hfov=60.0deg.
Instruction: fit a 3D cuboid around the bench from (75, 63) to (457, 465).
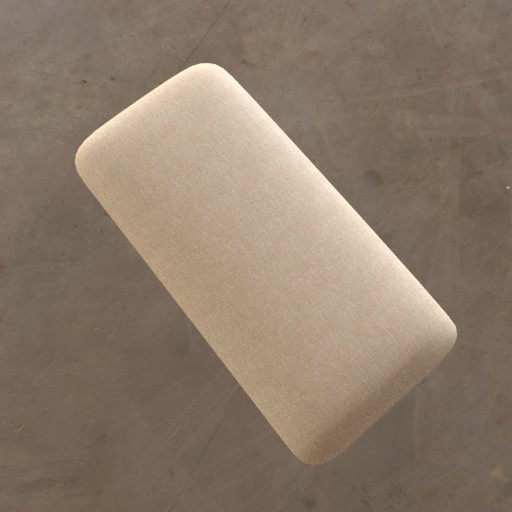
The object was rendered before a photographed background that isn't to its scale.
[{"bbox_3d":[0.000,0.000,1.238,0.483,0.483,0.991,-38,80,-8],"label":"bench"}]
